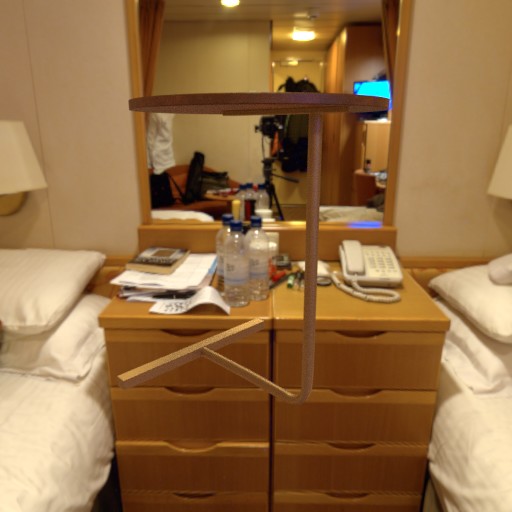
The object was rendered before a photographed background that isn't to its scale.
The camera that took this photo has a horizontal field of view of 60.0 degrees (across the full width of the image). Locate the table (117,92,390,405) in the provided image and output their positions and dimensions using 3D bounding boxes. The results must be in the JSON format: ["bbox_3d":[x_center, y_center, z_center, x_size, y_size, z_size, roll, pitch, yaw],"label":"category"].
[{"bbox_3d":[0.000,0.000,1.074,0.577,0.706,0.530,15,22,43],"label":"table"}]
